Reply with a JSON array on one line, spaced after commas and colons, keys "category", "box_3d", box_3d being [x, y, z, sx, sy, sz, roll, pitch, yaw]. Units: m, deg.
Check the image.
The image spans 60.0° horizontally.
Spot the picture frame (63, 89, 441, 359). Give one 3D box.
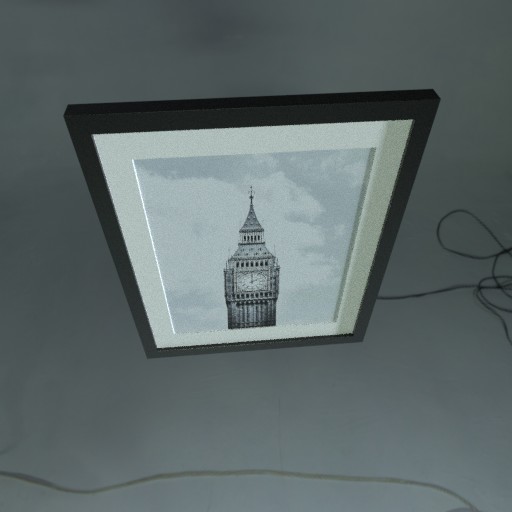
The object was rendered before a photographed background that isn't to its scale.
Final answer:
[{"category": "picture frame", "box_3d": [0.000, 0.000, 0.750, 0.460, 0.556, 0.028, -4, 47, -3]}]
